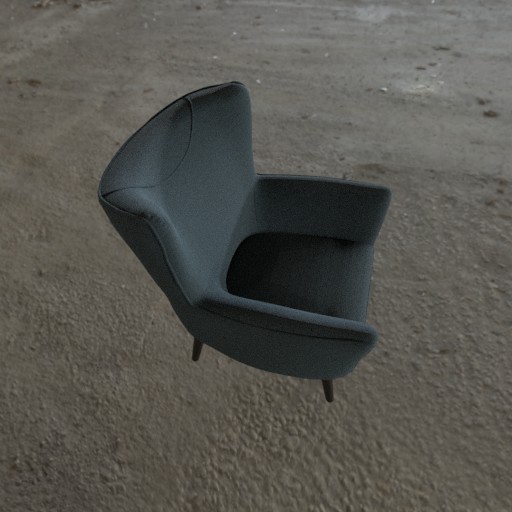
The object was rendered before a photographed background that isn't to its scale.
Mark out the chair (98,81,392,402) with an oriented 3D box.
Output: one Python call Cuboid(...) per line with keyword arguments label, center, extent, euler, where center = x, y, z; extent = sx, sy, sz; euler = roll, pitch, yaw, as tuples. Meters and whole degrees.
Cuboid(label="chair", center=(0.000, 0.000, 1.623), extent=(0.888, 0.933, 0.781), euler=(11, 47, 10))
